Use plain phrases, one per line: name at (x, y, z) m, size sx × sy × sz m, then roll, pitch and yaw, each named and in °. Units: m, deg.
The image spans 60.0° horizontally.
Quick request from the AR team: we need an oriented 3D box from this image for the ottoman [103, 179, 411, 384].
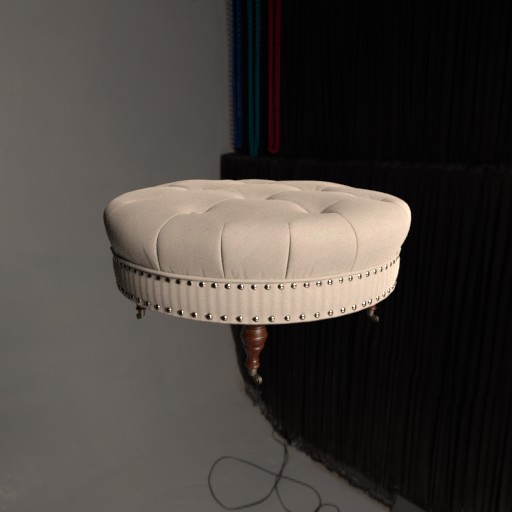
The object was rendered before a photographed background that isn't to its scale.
ottoman at (0.000, 0.000, 1.386) m, size 0.901 × 0.439 × 0.901 m, roll 0°, pitch 15°, yaw 0°
